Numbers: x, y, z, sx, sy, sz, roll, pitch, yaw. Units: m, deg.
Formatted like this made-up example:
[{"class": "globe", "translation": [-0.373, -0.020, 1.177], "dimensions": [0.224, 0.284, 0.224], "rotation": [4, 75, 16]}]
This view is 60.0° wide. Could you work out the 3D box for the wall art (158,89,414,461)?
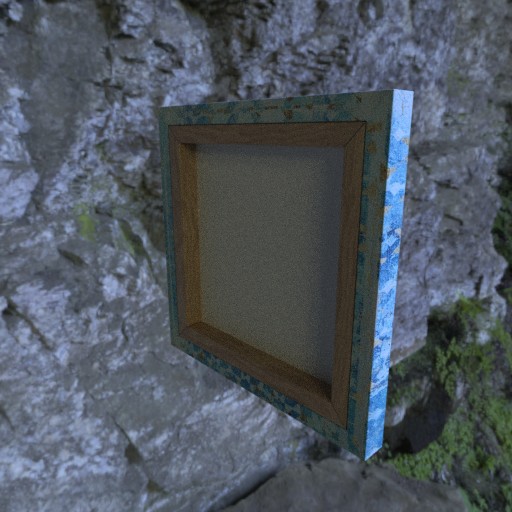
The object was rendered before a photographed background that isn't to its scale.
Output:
[{"class": "wall art", "translation": [0.000, 0.000, 0.612], "dimensions": [0.037, 0.405, 0.405], "rotation": [-14, 21, -42]}]
